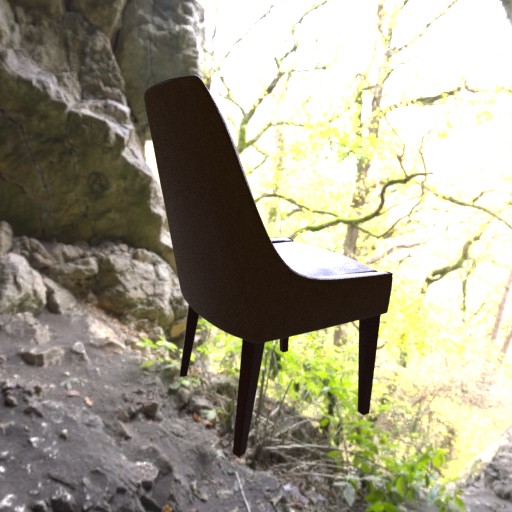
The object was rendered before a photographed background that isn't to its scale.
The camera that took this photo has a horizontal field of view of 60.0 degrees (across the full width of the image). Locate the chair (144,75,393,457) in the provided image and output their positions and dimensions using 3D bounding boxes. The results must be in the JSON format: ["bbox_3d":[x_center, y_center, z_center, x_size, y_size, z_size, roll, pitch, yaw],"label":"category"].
[{"bbox_3d":[0.000,0.000,1.217,0.544,0.861,0.529,-7,15,-26],"label":"chair"}]
